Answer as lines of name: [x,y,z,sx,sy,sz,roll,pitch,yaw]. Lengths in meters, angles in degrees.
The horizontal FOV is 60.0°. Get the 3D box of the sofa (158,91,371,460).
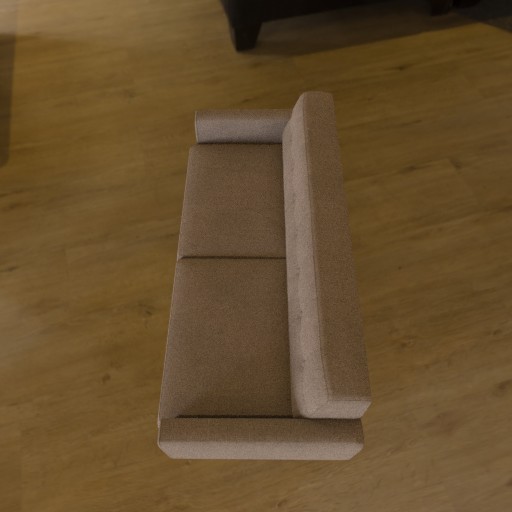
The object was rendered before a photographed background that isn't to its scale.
sofa: [0.000,0.000,2.465,0.909,0.841,2.029,0,58,0]
